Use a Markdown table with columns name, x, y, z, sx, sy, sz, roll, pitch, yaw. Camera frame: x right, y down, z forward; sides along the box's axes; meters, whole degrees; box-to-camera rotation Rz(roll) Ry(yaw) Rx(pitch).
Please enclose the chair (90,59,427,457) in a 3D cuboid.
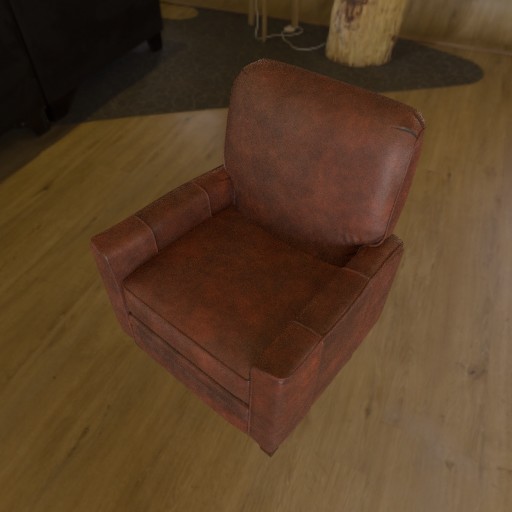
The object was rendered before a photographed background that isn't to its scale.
| name | x | y | z | sx | sy | sz | roll | pitch | yaw |
| --- | --- | --- | --- | --- | --- | --- | --- | --- | --- |
| chair | 0.000 | 0.000 | 1.602 | 0.843 | 1.043 | 0.836 | 31 | 53 | 26 |
